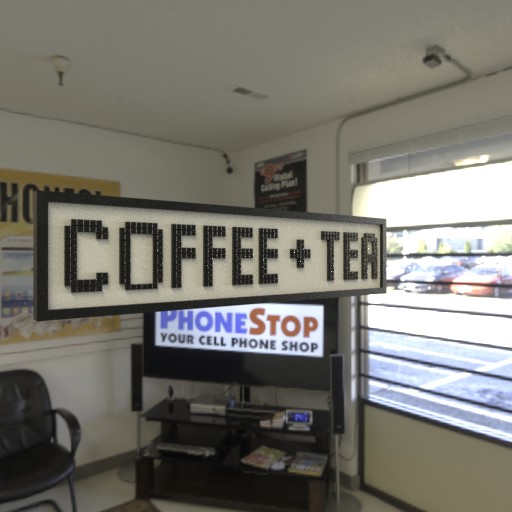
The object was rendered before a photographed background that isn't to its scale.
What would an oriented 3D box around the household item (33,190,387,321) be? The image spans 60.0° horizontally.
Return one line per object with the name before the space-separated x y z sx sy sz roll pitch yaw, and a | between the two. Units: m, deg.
household item | 0.000 0.000 1.104 1.001 0.236 0.030 0 0 -37
